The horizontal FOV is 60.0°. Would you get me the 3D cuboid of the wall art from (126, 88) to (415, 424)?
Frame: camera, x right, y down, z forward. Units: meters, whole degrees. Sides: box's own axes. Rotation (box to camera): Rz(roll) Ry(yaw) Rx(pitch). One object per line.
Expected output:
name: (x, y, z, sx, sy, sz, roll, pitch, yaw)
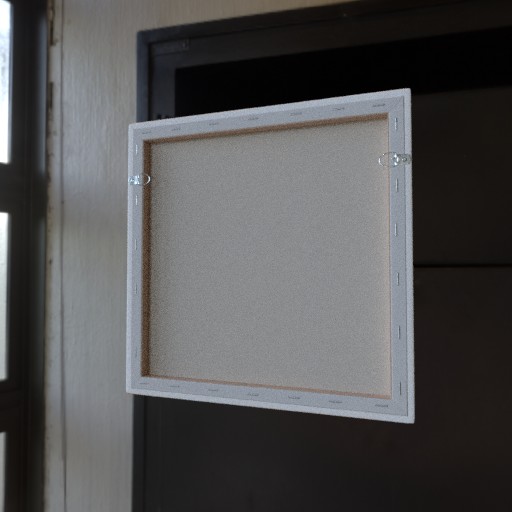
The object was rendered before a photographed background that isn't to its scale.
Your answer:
wall art: (0.000, 0.000, 1.366, 0.912, 0.914, 0.039, -1, -2, 19)
